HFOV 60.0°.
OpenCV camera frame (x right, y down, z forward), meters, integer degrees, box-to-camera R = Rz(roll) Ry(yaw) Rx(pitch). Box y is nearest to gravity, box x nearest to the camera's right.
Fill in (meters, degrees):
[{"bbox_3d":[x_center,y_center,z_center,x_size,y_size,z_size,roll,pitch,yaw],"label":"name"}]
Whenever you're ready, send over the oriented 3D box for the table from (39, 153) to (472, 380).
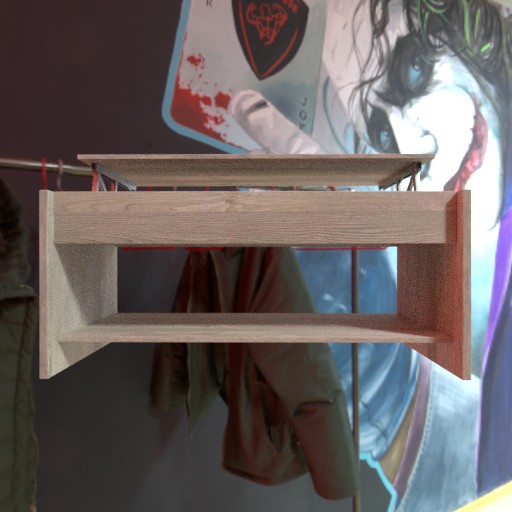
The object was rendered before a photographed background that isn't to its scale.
[{"bbox_3d":[0.000,0.000,1.379,1.000,0.570,0.712,0,0,1],"label":"table"}]
